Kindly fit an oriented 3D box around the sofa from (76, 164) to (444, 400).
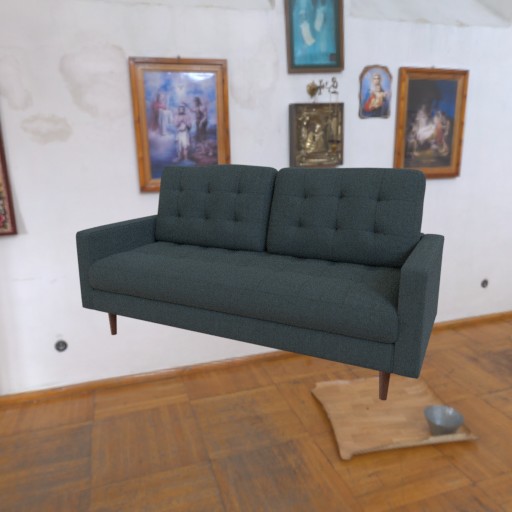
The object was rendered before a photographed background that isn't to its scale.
[{"bbox_3d":[0.000,0.000,2.655,2.010,1.050,0.966,7,15,26],"label":"sofa"}]
